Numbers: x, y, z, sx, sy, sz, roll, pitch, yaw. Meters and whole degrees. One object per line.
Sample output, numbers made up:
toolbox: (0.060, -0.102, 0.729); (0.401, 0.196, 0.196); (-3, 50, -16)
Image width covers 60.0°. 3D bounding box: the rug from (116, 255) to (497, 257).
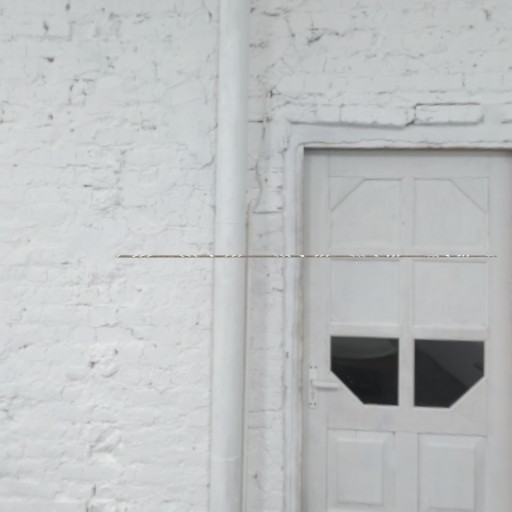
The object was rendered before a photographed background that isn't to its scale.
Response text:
rug: (0.000, 0.000, 4.088); (2.457, 0.012, 3.062); (0, 0, -18)
